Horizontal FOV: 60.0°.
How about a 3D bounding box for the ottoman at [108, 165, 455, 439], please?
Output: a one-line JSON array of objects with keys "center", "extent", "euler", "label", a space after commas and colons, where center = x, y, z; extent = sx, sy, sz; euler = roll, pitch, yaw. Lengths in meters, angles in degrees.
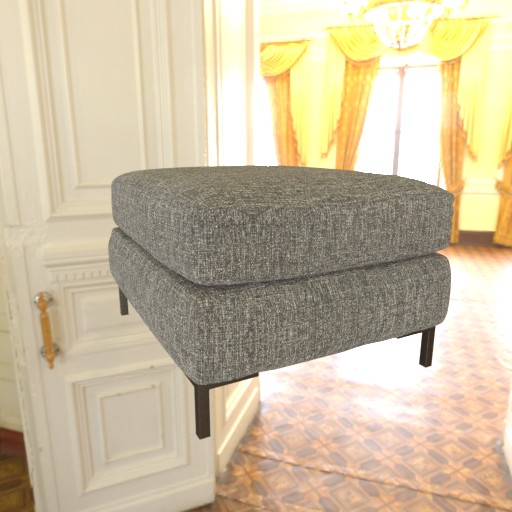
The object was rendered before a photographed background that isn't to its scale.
[{"center": [0.000, 0.000, 1.223], "extent": [0.683, 0.480, 0.828], "euler": [-7, 16, -27], "label": "ottoman"}]
